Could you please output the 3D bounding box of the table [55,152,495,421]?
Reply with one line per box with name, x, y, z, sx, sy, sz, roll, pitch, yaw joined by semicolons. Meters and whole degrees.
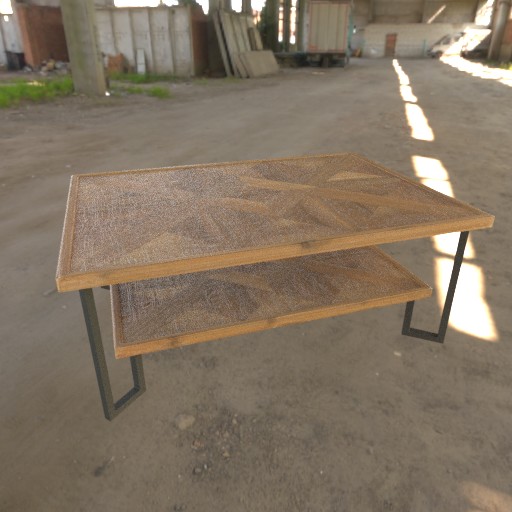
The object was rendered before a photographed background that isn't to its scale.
table;0.000;0.000;1.649;1.238;0.492;0.877;-8;28;-16
